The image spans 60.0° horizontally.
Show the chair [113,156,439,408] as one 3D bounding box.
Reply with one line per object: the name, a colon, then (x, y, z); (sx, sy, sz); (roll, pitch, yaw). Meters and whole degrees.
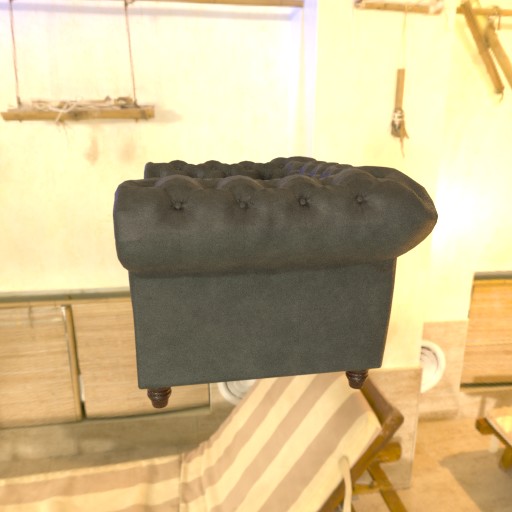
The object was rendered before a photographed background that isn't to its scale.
chair: (0.000, 0.000, 1.846); (0.943, 0.780, 1.298); (-2, 15, -9)
